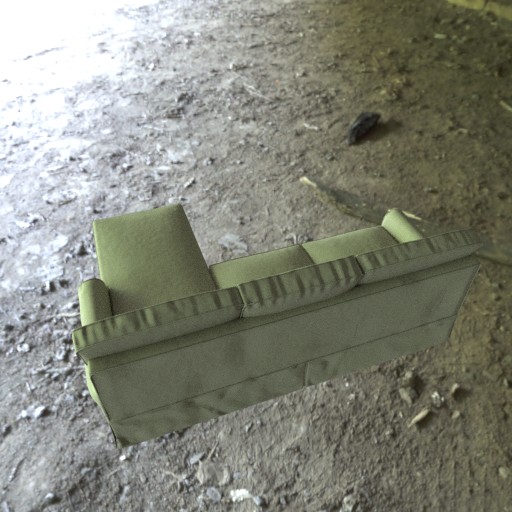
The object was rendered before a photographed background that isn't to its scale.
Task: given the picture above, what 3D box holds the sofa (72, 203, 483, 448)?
[{"bbox_3d":[0.000,0.000,3.250,2.475,0.978,1.733,-13,43,-15],"label":"sofa"}]
